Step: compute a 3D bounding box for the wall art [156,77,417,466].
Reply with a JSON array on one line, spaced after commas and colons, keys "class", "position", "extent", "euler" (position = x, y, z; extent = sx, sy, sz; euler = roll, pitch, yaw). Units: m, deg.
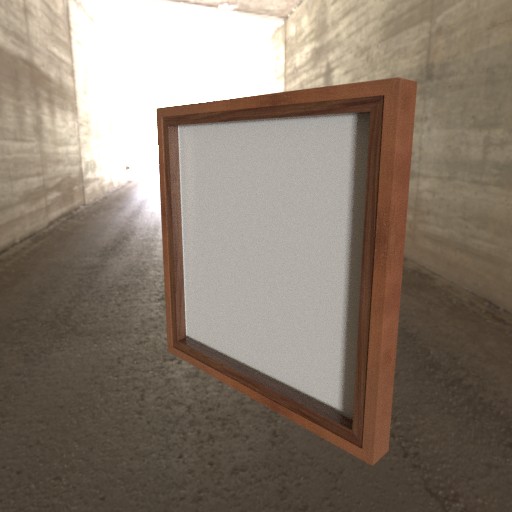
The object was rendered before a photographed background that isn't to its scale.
[{"class": "wall art", "position": [0.000, 0.000, 0.595], "extent": [0.035, 0.403, 0.403], "euler": [-13, 18, -43]}]
